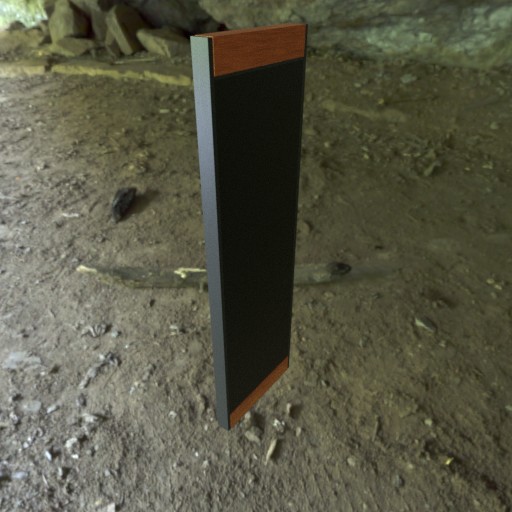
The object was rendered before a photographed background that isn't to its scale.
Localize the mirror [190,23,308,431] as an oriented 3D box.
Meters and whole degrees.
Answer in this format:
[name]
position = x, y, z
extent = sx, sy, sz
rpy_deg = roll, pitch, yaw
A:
[mirror]
position = 0.000, 0.000, 1.227
extent = 0.047, 1.123, 0.343
rpy_deg = 22, 39, 31
